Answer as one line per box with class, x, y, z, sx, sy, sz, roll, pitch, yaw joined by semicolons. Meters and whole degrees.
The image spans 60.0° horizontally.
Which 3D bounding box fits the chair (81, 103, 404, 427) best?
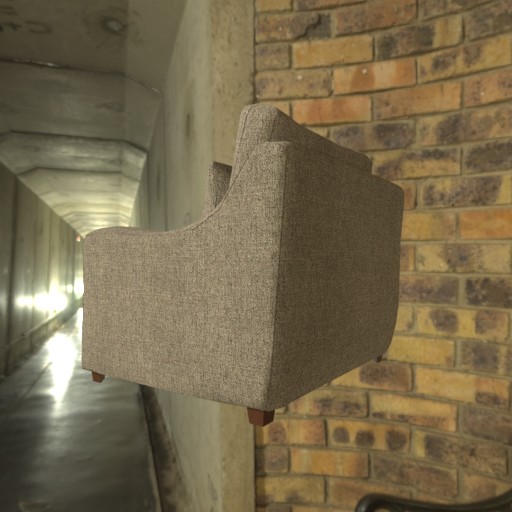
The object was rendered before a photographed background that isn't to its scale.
chair;0.000;0.000;1.996;1.009;1.037;1.138;0;0;35
